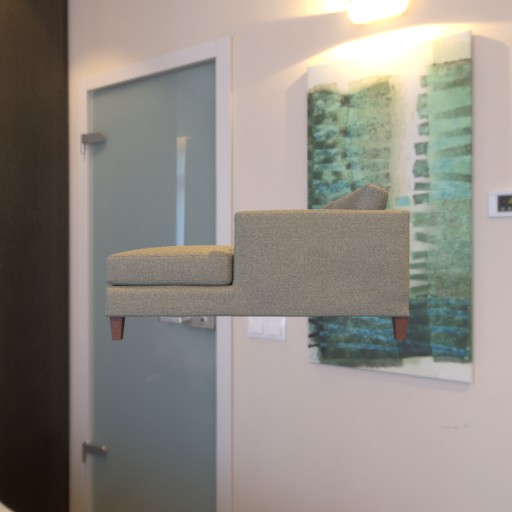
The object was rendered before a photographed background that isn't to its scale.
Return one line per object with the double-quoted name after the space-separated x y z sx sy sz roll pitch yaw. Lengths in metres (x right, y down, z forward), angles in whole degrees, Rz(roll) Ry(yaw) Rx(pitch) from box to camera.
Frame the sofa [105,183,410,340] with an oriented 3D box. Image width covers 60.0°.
0.000 0.000 3.898 1.625 0.861 3.186 0 1 0 "sofa"
